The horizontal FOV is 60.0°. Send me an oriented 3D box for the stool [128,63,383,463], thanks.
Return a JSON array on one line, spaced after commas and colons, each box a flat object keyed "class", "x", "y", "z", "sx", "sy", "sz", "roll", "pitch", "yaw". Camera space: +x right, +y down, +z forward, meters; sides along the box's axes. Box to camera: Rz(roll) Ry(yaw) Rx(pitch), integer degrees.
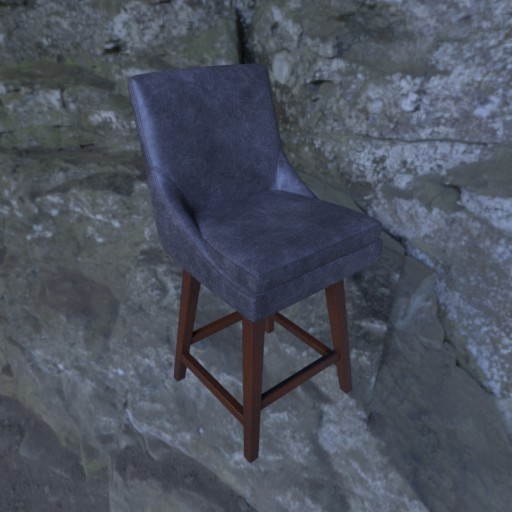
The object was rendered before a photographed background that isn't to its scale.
[{"class": "stool", "x": 0.000, "y": 0.000, "z": 1.383, "sx": 0.492, "sy": 1.046, "sz": 0.587, "roll": -22, "pitch": 36, "yaw": -33}]
